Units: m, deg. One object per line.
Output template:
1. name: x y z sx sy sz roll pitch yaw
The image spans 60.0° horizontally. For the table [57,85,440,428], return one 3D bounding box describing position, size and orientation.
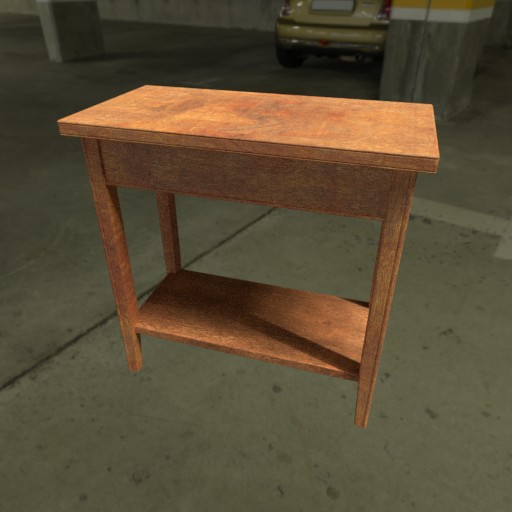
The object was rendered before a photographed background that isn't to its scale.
1. table: 0.000 0.000 0.956 0.610 0.610 0.305 9 33 14
